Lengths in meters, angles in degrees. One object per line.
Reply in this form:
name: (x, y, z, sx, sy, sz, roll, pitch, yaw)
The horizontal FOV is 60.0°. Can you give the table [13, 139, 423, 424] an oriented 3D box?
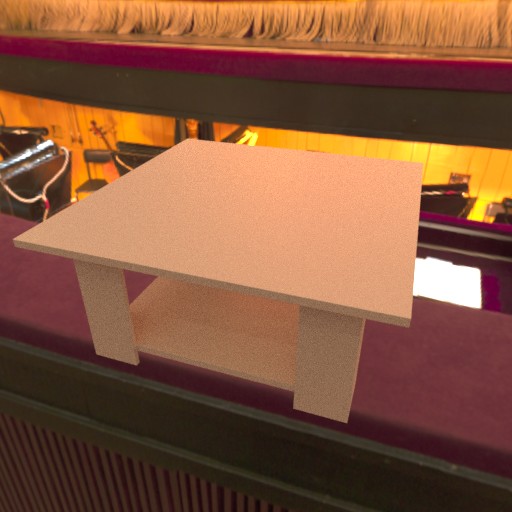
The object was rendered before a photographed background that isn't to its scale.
table: (0.000, 0.000, 1.033, 0.670, 0.305, 0.670, 10, 32, 17)
